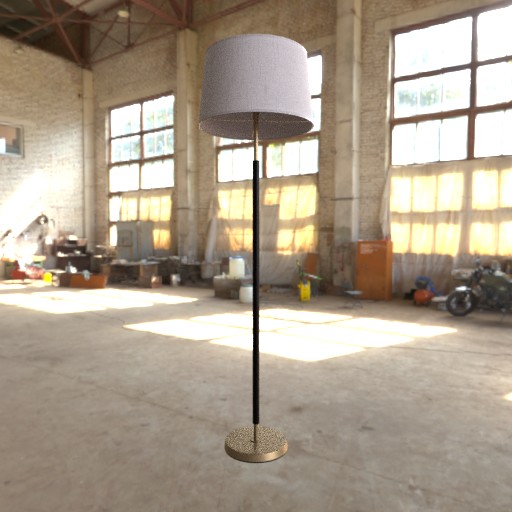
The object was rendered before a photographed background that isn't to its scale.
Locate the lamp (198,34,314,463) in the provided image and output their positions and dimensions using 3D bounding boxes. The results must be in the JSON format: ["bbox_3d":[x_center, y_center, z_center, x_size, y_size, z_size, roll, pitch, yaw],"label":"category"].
[{"bbox_3d":[0.000,0.000,1.642,0.420,1.447,0.420,0,2,0],"label":"lamp"}]
